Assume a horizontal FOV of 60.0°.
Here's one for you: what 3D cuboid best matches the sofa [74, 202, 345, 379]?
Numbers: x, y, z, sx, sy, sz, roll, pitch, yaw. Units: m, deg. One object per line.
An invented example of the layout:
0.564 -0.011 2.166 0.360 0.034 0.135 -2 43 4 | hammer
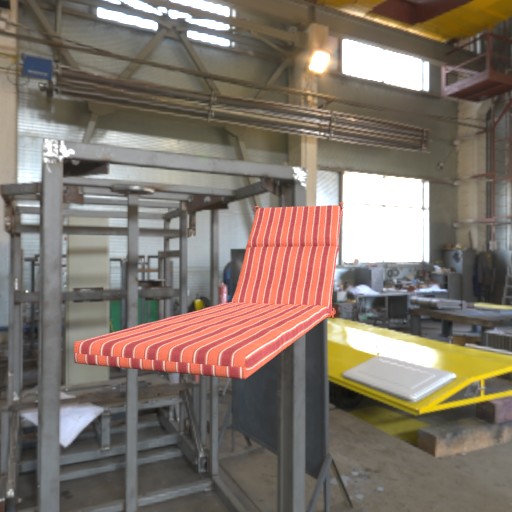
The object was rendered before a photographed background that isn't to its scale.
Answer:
0.000 0.000 1.925 0.582 0.622 1.663 0 0 19 | sofa
